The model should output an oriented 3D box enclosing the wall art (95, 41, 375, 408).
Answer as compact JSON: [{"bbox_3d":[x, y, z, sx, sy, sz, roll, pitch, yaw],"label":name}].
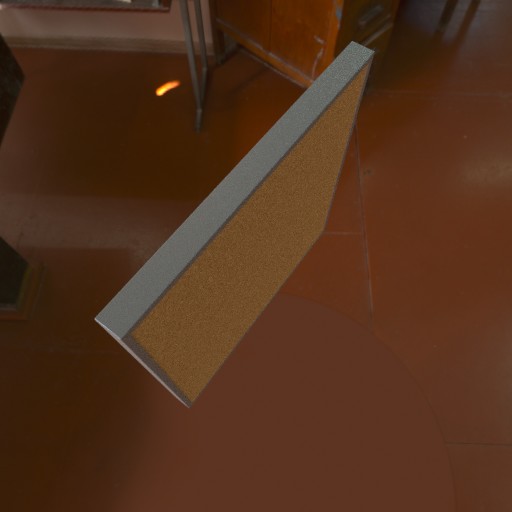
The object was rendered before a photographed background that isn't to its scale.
[{"bbox_3d":[0.000,0.000,0.522,0.028,0.349,0.349,33,68,15],"label":"wall art"}]
